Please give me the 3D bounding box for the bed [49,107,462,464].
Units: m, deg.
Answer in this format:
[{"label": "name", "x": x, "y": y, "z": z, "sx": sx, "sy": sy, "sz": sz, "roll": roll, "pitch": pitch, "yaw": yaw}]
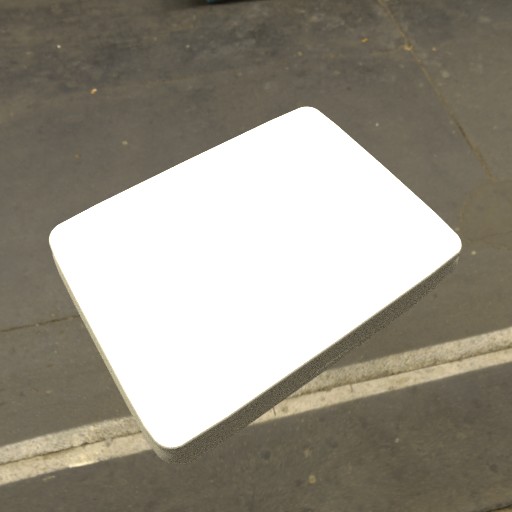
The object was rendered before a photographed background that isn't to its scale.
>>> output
[{"label": "bed", "x": 0.000, "y": 0.000, "z": 2.653, "sx": 2.036, "sy": 0.460, "sz": 1.520, "roll": -30, "pitch": 63, "yaw": -17}]
